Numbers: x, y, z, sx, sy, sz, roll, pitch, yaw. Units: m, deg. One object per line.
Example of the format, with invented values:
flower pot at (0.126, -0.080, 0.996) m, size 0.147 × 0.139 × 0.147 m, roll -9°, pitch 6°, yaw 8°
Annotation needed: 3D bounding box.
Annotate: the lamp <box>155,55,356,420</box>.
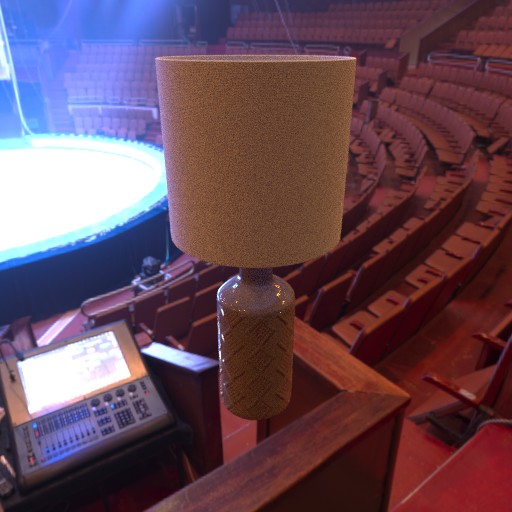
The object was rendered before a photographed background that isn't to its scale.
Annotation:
lamp at (0.000, 0.000, 0.563) m, size 0.207 × 0.461 × 0.207 m, roll -18°, pitch 31°, yaw -33°
